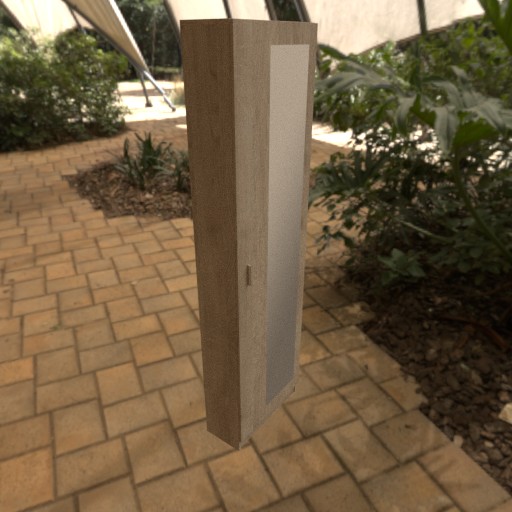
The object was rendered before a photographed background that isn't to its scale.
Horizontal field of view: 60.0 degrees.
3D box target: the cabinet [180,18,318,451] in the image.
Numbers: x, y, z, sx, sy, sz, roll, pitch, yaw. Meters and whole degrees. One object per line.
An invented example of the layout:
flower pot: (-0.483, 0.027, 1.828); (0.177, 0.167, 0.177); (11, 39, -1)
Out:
cabinet: (0.000, 0.000, 1.912); (0.230, 1.790, 0.500); (18, 31, 33)
